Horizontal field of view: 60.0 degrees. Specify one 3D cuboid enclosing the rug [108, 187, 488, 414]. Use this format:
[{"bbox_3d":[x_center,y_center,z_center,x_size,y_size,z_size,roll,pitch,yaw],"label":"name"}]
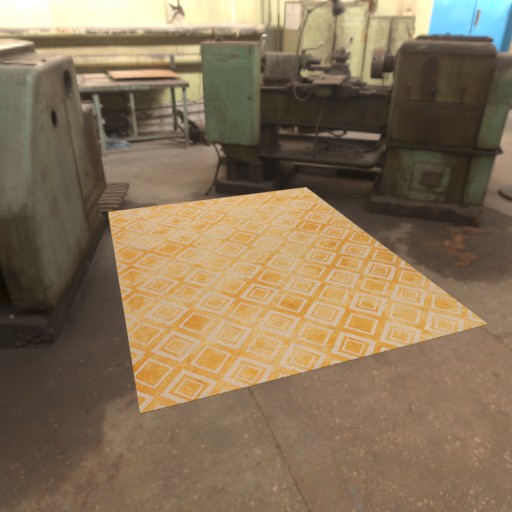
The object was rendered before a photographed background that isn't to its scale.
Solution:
[{"bbox_3d":[0.000,0.000,4.054,2.433,0.011,3.037,-10,30,-17],"label":"rug"}]
